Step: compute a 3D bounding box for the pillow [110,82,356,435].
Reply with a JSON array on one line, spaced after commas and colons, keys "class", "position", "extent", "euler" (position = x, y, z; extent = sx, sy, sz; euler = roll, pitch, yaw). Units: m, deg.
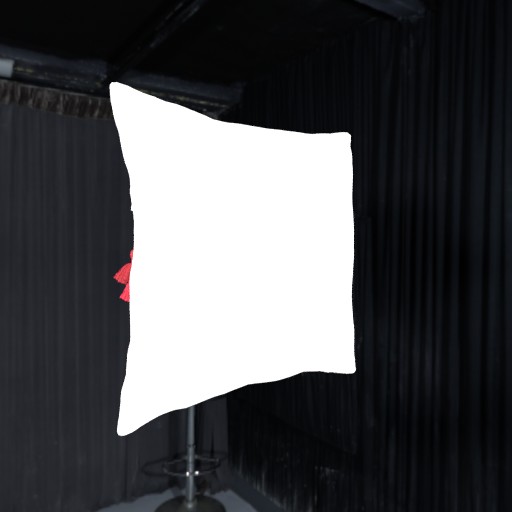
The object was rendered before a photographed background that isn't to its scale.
[{"class": "pillow", "position": [0.000, 0.000, 0.673], "extent": [0.433, 0.436, 0.173], "euler": [-1, 2, -37]}]
